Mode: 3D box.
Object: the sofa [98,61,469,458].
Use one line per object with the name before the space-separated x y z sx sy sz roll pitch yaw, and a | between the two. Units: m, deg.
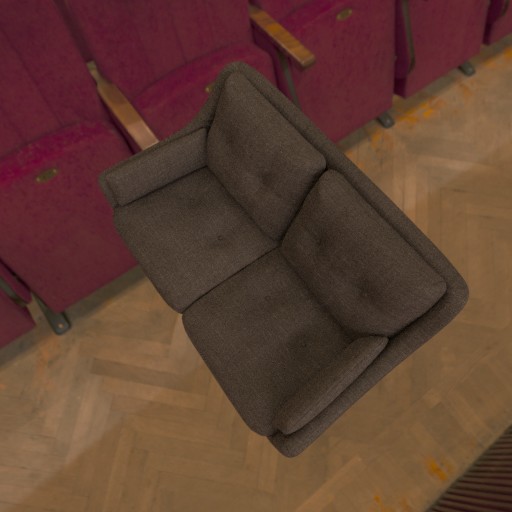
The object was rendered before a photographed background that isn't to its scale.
sofa | 0.000 0.000 2.183 0.976 0.887 1.646 -33 69 -15
